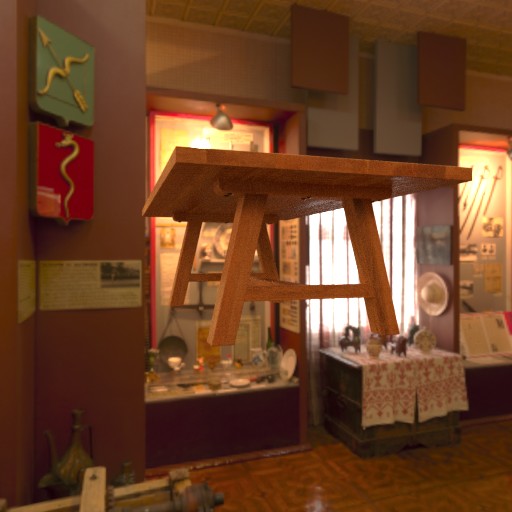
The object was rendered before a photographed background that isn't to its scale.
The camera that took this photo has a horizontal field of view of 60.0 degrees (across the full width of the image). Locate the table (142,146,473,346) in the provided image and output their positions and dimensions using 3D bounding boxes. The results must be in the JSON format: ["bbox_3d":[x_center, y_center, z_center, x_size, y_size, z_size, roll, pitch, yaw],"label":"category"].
[{"bbox_3d":[0.000,0.000,1.660,0.760,0.455,1.320,0,0,-17],"label":"table"}]
